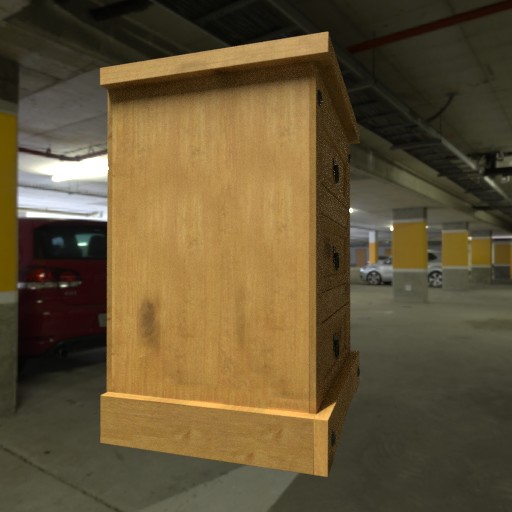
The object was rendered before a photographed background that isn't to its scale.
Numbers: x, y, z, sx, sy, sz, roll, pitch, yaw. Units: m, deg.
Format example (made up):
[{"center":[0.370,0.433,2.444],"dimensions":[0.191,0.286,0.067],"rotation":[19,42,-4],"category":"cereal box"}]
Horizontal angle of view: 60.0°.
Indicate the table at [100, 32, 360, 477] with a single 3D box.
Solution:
[{"center":[0.000,0.000,1.197],"dimensions":[0.500,0.813,0.660],"rotation":[0,-1,18],"category":"table"}]
